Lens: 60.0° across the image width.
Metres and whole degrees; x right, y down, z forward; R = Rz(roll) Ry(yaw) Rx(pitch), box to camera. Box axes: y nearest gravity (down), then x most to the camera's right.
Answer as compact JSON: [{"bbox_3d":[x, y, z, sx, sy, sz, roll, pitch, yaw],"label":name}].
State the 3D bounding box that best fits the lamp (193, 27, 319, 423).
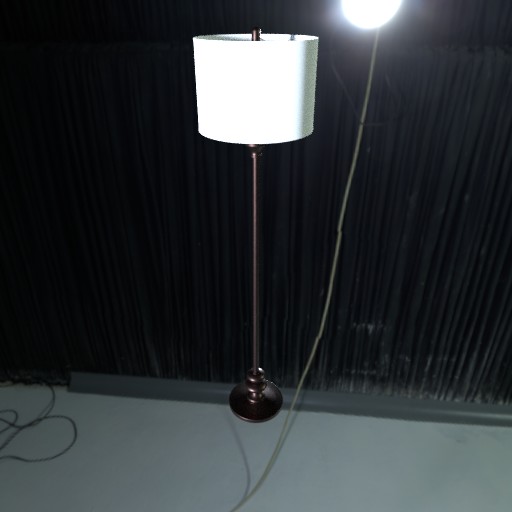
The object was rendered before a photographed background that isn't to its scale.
[{"bbox_3d":[0.000,0.000,1.619,0.356,1.487,0.356,0,29,0],"label":"lamp"}]
